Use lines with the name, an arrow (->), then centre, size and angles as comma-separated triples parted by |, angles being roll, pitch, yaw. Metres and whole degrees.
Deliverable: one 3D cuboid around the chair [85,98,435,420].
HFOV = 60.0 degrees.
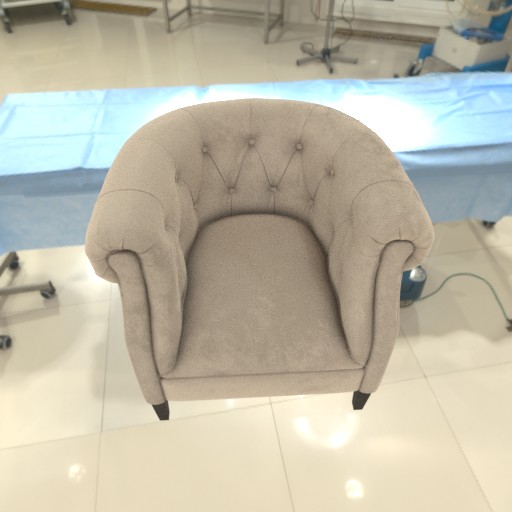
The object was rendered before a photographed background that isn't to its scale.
chair -> 0.000, 0.000, 1.556 | 0.904, 0.826, 0.851 | -2, 45, -2
